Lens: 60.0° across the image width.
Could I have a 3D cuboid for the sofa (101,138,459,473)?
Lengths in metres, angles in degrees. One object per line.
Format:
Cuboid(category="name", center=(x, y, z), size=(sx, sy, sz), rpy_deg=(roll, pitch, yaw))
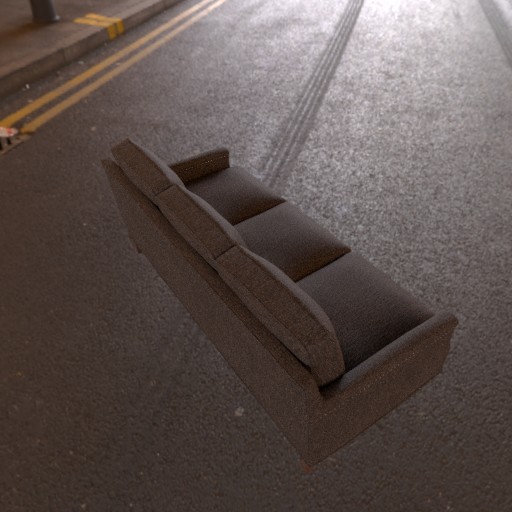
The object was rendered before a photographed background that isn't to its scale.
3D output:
Cuboid(category="sofa", center=(0.000, 0.000, 2.782), size=(1.084, 1.003, 2.246), rpy_deg=(-25, 47, -26))
